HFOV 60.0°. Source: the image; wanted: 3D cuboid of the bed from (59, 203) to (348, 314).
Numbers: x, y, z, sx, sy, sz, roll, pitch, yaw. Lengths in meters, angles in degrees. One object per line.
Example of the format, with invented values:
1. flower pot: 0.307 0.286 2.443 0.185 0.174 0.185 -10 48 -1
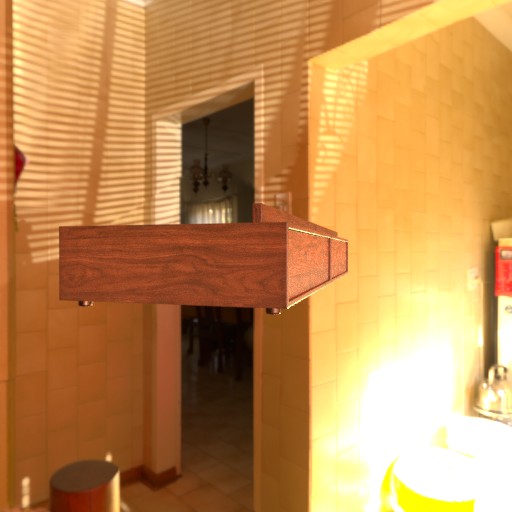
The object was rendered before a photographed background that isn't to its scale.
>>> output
1. bed: 0.000 0.000 2.337 0.787 0.326 2.057 0 1 16
